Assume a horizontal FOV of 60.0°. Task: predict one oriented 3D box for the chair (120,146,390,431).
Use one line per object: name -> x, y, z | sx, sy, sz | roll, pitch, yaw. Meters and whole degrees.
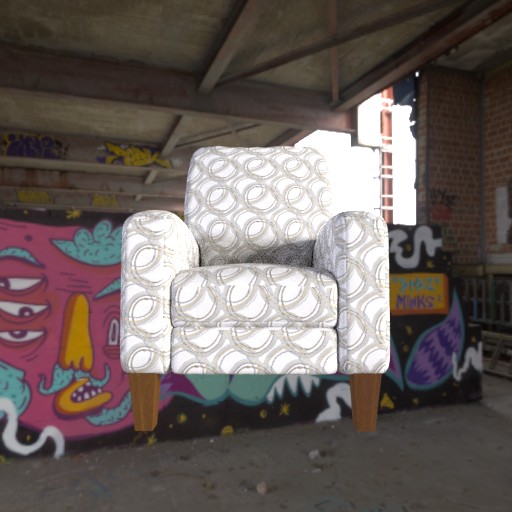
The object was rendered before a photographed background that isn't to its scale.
chair -> 0.000, 0.000, 1.782 | 0.796, 1.065, 0.995 | 0, -2, 0
